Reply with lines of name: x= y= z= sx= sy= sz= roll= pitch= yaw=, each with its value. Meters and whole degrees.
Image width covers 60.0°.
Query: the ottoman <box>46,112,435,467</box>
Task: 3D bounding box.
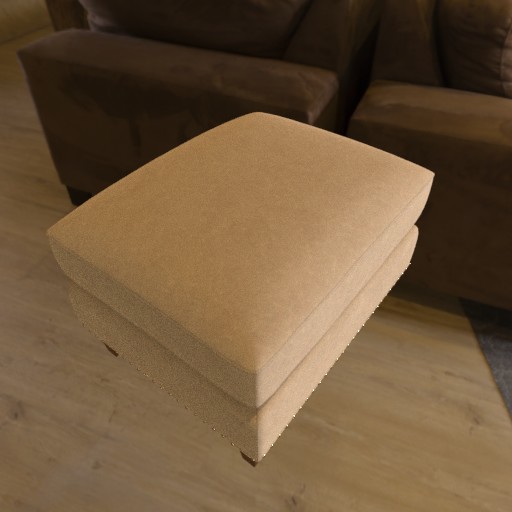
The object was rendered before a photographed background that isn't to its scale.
ottoman: x=0.000 y=0.000 z=1.130 sx=0.584 sy=0.513 sz=0.741 roll=28 pitch=49 yaw=27
